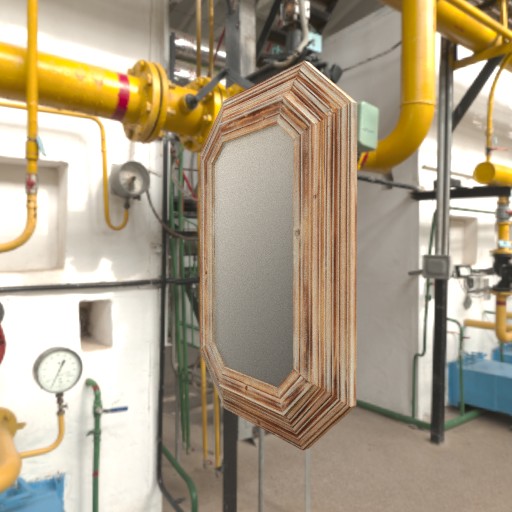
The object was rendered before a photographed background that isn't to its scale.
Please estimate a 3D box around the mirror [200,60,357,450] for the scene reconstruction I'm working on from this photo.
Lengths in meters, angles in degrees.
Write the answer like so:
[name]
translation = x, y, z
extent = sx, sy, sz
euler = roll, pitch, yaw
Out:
[mirror]
translation = 0.000, 0.000, 1.301
extent = 0.061, 1.015, 0.709
euler = -1, 1, -36
